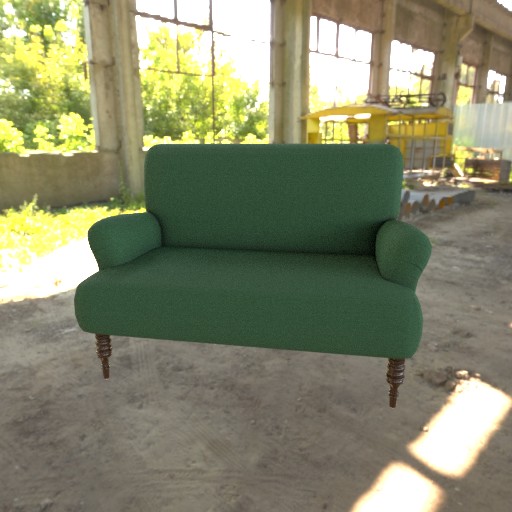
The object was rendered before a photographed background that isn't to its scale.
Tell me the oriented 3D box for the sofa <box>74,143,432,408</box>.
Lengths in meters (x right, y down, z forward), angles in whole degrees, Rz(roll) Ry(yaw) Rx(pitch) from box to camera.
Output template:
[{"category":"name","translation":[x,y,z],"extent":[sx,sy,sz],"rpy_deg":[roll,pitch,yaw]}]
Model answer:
[{"category":"sofa","translation":[0.000,0.000,1.817],"extent":[1.297,0.889,0.779],"rpy_deg":[3,15,10]}]
